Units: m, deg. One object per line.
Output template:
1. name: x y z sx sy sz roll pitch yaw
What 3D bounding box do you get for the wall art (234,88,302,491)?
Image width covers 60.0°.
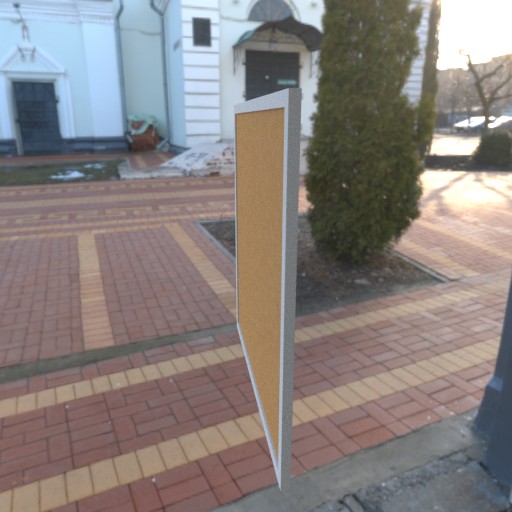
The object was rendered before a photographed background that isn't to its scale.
1. wall art: 0.000 0.000 0.686 0.012 0.457 0.457 -3 17 -9
